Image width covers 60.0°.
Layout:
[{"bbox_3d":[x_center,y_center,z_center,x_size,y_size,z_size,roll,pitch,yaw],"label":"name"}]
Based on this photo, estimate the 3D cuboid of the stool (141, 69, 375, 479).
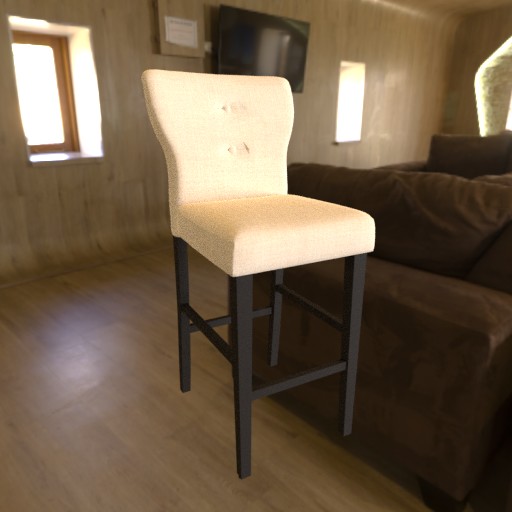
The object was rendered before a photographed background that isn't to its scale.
[{"bbox_3d":[0.000,0.000,1.415,0.516,1.124,0.603,-9,20,-27],"label":"stool"}]
